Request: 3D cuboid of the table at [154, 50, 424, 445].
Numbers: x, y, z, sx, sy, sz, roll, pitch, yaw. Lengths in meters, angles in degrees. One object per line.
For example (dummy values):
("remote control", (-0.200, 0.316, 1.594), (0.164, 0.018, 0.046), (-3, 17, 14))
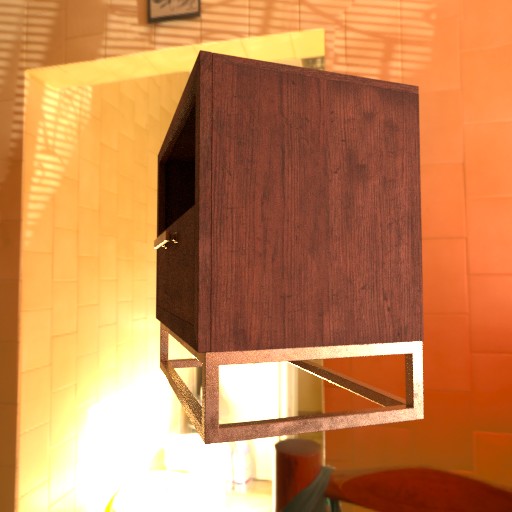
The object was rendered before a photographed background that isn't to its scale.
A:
("table", (0.000, 0.000, 1.269), (0.542, 0.746, 0.767), (1, -3, -18))
